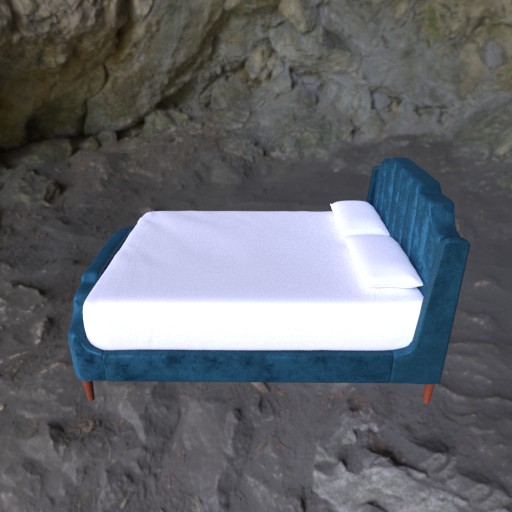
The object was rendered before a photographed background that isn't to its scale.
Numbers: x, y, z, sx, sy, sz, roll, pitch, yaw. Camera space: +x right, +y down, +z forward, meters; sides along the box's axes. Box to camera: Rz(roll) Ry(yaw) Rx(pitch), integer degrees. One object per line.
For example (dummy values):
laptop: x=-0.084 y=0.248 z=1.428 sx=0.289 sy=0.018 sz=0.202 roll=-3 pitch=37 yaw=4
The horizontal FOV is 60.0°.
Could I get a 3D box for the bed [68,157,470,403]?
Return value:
bed: x=0.000 y=0.000 z=3.319 sx=2.322 sy=1.338 sz=1.678 roll=0 pitch=25 yaw=1
